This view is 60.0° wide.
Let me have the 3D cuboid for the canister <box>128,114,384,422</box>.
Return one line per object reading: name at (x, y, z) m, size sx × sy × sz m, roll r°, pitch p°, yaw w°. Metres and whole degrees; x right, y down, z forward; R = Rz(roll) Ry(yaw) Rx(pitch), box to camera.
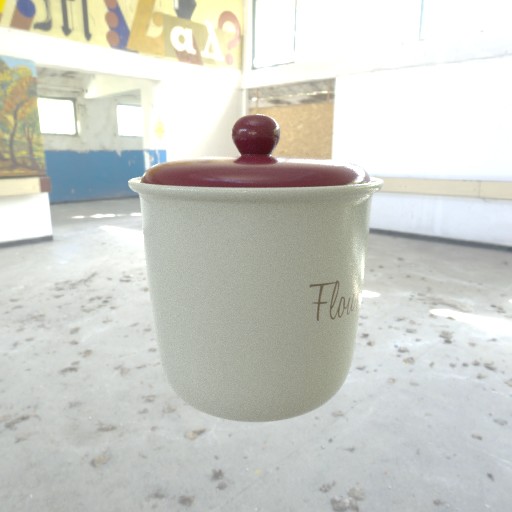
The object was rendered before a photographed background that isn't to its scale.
canister at (0.000, 0.000, 0.341) m, size 0.182 × 0.208 × 0.182 m, roll 0°, pitch 13°, yaw 0°
